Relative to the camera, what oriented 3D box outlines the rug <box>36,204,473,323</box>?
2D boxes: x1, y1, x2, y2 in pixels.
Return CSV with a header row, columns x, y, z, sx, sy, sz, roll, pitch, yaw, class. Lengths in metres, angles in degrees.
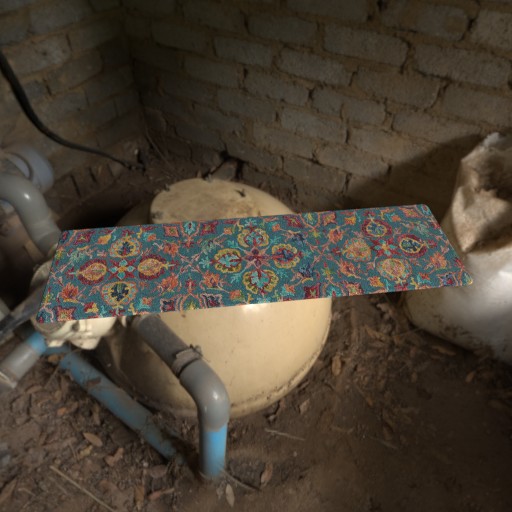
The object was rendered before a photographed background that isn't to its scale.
x,y,z,sx,sy,sz,roll,pitch,yaw,class
0.000,0.000,2.529,2.286,0.013,0.686,-5,45,-5,rug
